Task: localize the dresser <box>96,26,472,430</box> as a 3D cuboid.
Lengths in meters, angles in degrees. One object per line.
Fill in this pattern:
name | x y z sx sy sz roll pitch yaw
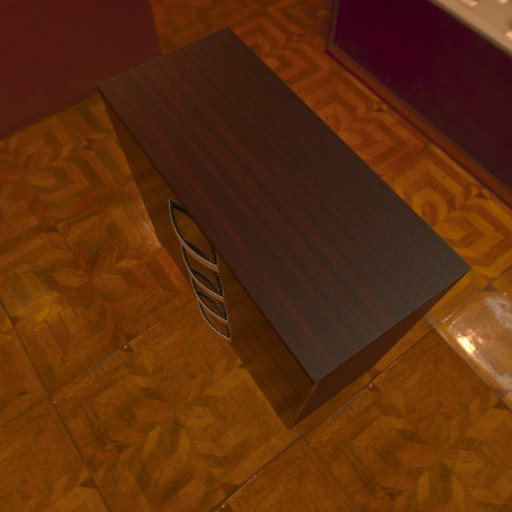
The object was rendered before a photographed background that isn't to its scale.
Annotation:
dresser | 0.000 0.000 1.154 0.360 0.720 0.750 -31 67 -15
